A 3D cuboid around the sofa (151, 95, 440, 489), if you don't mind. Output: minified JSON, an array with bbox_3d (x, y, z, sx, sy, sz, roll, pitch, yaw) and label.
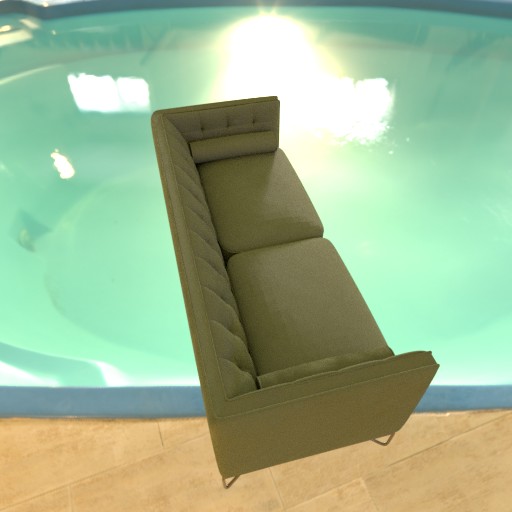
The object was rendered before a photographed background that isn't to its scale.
[{"bbox_3d":[0.000,0.000,2.468,0.867,0.789,2.087,-11,48,-10],"label":"sofa"}]
